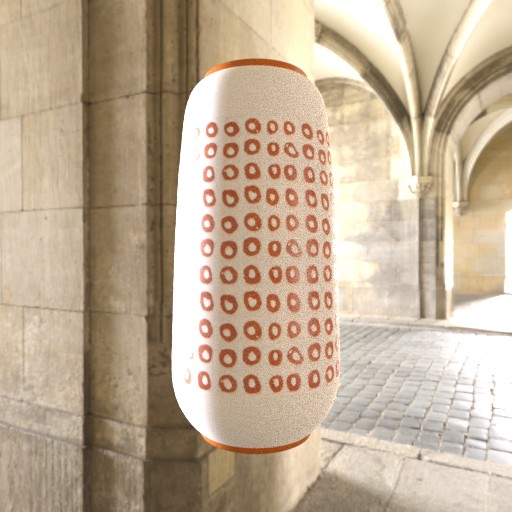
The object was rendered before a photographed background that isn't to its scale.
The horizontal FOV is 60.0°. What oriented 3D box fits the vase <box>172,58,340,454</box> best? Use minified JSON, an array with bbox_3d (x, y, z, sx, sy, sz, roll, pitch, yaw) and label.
[{"bbox_3d":[0.000,0.000,0.356,0.133,0.282,0.133,0,1,0],"label":"vase"}]
